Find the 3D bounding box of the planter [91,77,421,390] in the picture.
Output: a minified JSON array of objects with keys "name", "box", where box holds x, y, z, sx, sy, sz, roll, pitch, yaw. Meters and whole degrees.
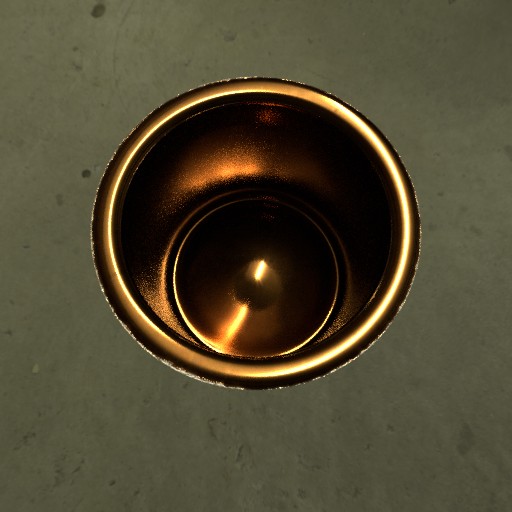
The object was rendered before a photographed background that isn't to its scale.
[{"name":"planter","box":[0.000,0.000,0.308,0.177,0.157,0.177,0,75,0]}]
